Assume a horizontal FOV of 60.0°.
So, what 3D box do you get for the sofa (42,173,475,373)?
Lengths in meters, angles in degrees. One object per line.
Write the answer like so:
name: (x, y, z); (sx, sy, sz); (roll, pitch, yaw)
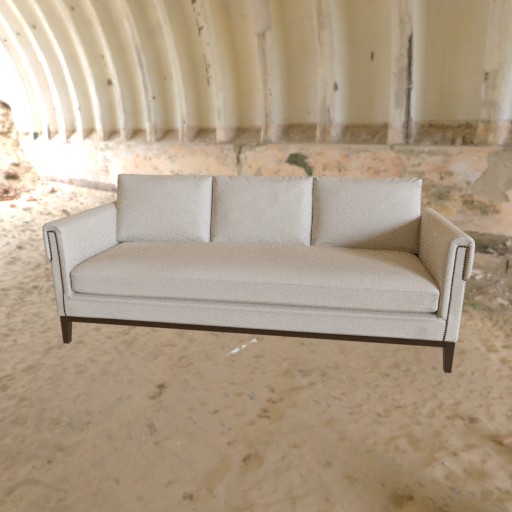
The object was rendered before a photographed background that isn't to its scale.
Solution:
sofa: (0.000, 0.000, 2.662); (2.198, 0.911, 0.902); (2, 16, 9)
